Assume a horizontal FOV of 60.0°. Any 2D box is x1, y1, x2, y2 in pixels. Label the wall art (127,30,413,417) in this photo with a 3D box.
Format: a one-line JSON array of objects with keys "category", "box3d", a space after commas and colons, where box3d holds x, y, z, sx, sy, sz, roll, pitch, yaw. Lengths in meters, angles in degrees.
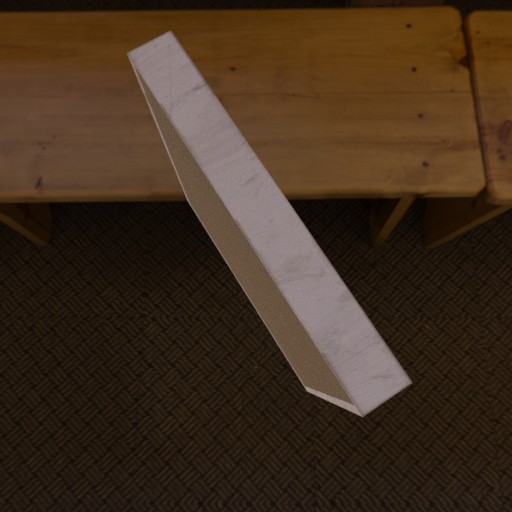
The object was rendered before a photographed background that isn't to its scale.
[{"category": "wall art", "box3d": [0.000, 0.000, 0.450, 0.038, 0.303, 0.305, -31, 78, -7]}]
